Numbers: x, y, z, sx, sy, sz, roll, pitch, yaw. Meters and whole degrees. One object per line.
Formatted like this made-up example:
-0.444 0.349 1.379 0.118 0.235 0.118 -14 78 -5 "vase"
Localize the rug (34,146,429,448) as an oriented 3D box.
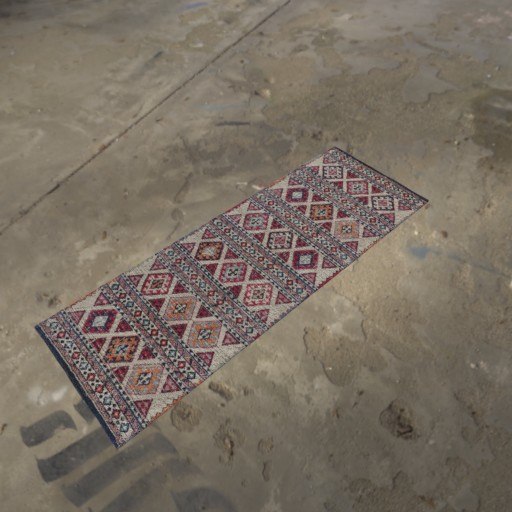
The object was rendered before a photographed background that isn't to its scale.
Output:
0.000 0.000 2.615 2.362 0.008 0.832 -34 57 -26 "rug"
